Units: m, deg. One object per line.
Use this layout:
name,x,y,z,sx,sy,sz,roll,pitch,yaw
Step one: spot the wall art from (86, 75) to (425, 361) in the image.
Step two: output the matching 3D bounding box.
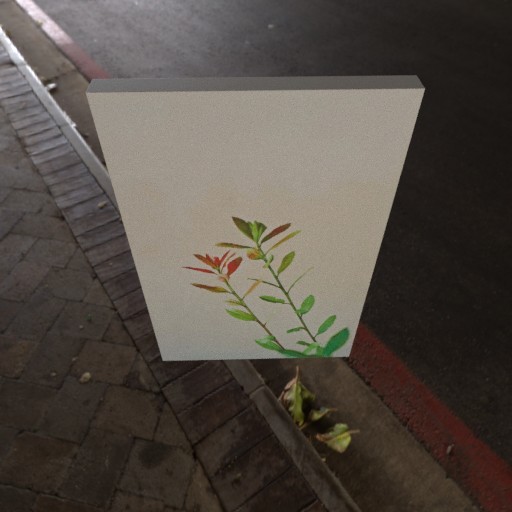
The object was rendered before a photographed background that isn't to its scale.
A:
wall art,0.000,0.000,0.765,0.408,0.611,0.038,-1,46,-1
